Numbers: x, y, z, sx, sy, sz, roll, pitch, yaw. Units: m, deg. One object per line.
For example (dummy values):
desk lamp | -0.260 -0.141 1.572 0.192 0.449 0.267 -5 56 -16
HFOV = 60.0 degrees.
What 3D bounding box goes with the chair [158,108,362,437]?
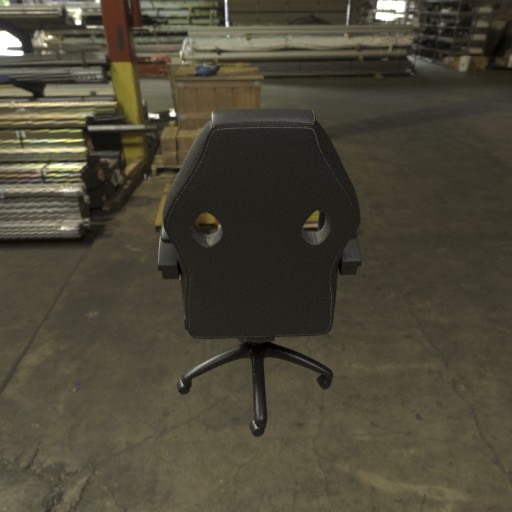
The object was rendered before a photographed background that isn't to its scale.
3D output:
chair | 0.000 0.000 1.659 0.673 1.187 0.724 -1 29 -2
